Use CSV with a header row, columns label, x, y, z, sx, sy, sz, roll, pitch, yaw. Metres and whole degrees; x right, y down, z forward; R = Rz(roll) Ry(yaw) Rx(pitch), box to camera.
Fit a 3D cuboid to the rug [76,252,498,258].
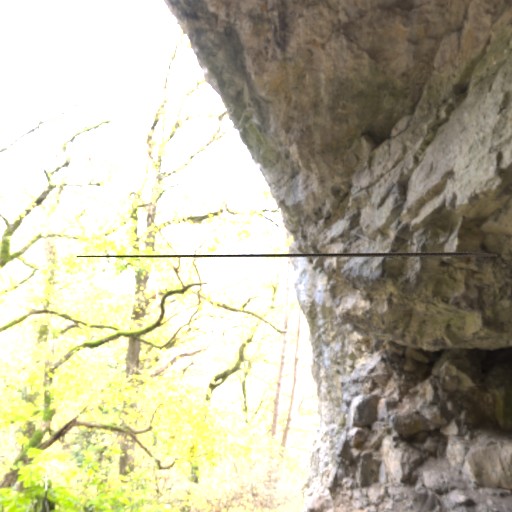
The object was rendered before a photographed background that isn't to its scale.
label,x,y,z,sx,sy,sz,roll,pitch,yaw
rug,0.000,0.000,2.632,2.452,0.012,0.775,0,-1,35
